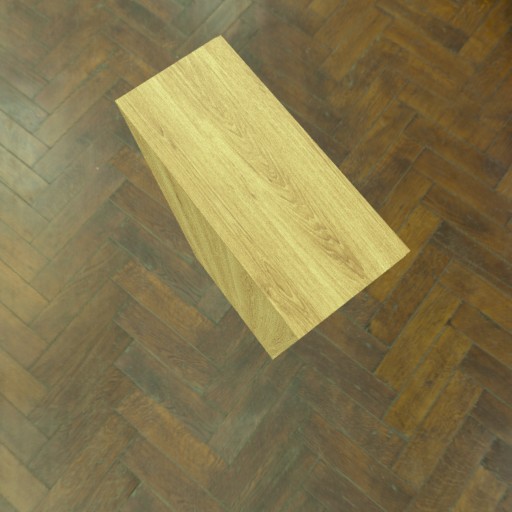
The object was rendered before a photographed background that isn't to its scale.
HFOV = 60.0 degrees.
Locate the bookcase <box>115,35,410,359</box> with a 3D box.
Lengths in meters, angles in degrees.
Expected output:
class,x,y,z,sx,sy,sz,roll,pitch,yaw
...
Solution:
class,x,y,z,sx,sy,sz,roll,pitch,yaw
bookcase,0.000,0.000,2.339,0.420,2.020,0.950,-36,78,-9
